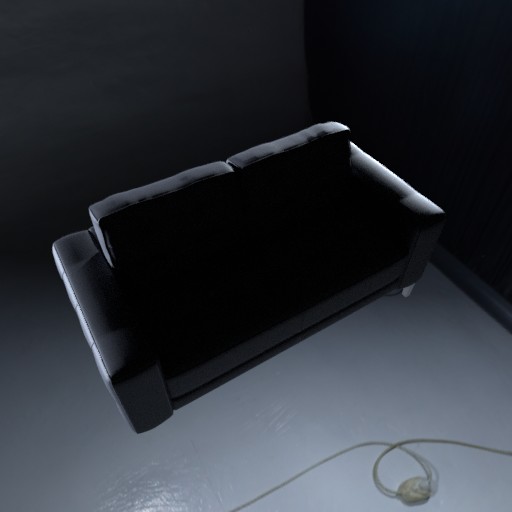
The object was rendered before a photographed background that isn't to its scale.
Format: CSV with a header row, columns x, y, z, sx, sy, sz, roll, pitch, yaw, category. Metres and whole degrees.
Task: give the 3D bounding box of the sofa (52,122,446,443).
x,y,z,sx,sy,sz,roll,pitch,yaw,category
0.000,0.000,2.213,1.726,0.893,0.833,-24,52,-21,sofa
